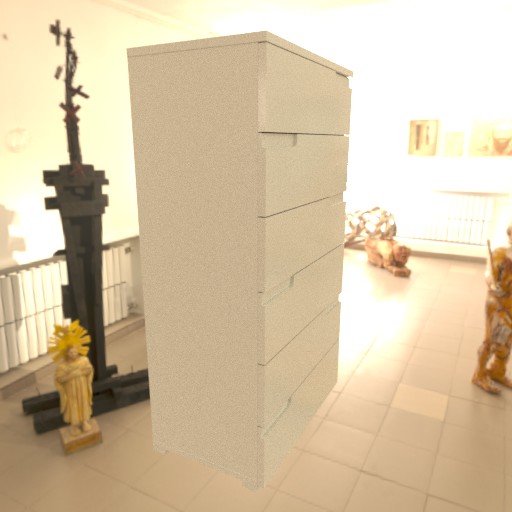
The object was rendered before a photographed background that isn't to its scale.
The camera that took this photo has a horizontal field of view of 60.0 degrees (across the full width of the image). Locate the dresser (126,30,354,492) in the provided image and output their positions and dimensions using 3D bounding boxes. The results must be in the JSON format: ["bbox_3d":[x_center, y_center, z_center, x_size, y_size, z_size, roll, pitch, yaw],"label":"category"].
[{"bbox_3d":[0.000,0.000,1.460,0.400,1.190,0.650,8,16,27],"label":"dresser"}]
